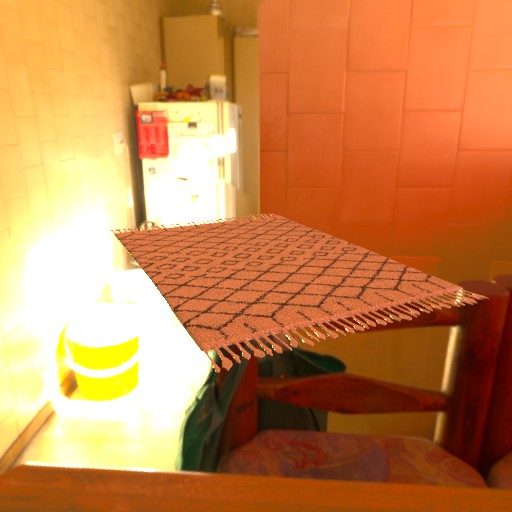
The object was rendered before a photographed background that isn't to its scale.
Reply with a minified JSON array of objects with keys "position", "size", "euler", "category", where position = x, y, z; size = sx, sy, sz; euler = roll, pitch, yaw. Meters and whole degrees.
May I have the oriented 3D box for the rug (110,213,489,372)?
[{"position":[0.000,0.000,3.231],"size":[1.664,0.029,2.615],"euler":[-9,20,-25],"category":"rug"}]
